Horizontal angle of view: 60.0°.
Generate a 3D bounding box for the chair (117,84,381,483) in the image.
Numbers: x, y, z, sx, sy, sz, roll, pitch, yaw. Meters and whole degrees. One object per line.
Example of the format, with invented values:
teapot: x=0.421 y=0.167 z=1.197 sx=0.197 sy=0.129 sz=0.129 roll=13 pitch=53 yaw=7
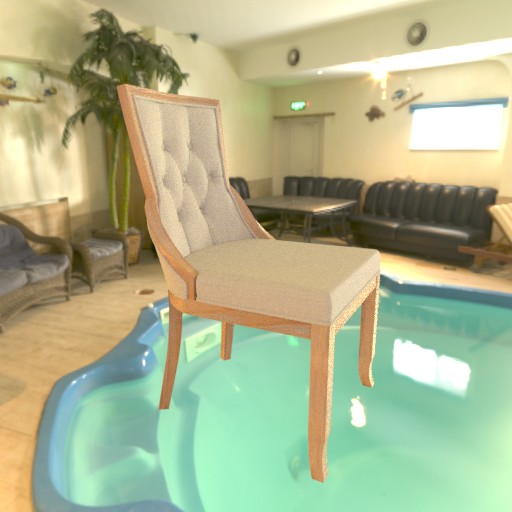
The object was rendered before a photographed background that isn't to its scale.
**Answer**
chair: x=0.000 y=0.000 z=1.324 sx=0.641 sy=0.947 sz=0.524 roll=7 pitch=16 yaw=27
